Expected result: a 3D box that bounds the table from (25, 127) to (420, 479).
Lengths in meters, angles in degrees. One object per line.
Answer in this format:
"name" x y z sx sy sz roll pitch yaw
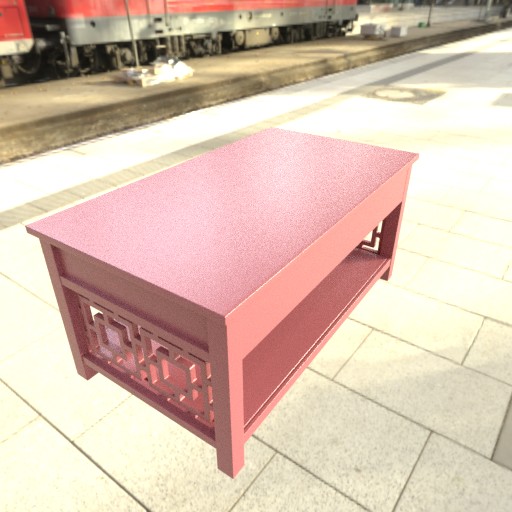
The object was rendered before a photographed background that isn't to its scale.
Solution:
"table" 0.000 0.000 1.404 0.612 0.493 1.068 20 36 29
